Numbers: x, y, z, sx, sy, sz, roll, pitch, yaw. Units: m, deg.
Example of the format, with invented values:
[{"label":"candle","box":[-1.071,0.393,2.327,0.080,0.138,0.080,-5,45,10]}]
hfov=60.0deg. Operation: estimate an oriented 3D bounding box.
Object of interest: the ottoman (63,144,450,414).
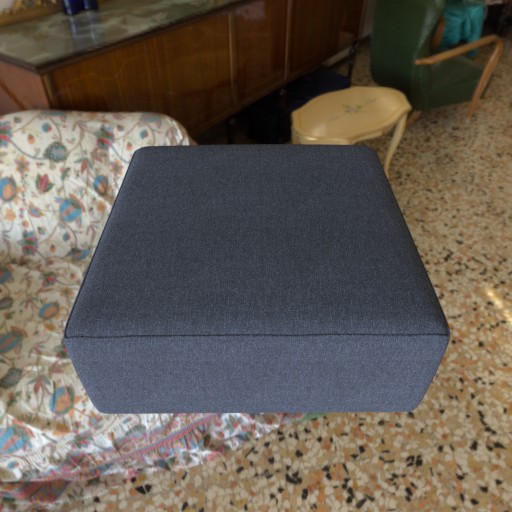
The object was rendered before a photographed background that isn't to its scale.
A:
[{"label":"ottoman","box":[0.000,0.000,1.565,1.000,0.439,1.000,0,42,0]}]
